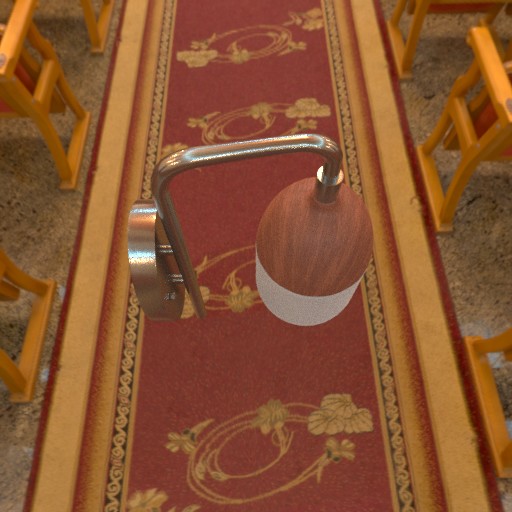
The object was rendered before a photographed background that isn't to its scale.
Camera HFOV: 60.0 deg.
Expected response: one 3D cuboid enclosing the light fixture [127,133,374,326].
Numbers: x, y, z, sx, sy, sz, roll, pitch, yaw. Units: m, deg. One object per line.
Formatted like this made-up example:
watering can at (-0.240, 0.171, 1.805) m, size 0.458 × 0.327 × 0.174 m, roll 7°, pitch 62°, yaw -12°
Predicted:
light fixture at (0.000, 0.000, 0.438) m, size 0.216 × 0.343 × 0.108 m, roll -1°, pitch 64°, yaw 0°
